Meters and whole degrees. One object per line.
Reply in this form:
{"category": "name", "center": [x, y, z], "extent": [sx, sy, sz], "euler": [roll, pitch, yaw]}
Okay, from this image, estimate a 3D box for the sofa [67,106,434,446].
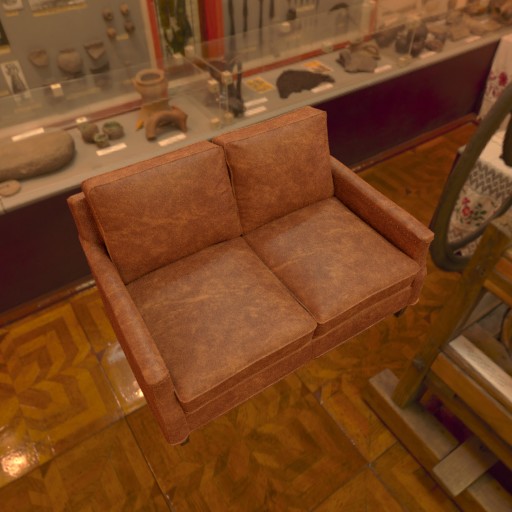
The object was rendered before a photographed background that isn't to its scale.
{"category": "sofa", "center": [0.000, 0.000, 2.355], "extent": [1.597, 1.003, 1.084], "euler": [-24, 52, -21]}
